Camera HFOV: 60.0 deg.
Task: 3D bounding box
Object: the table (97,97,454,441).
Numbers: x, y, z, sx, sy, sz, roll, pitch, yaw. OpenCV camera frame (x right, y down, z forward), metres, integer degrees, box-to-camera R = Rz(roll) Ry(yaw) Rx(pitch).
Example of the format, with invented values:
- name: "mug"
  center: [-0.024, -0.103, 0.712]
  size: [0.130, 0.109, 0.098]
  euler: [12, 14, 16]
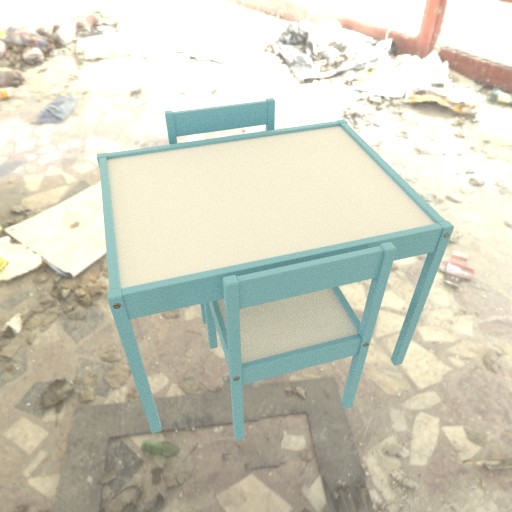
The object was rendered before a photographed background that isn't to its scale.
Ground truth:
- name: "table"
  center: [0.000, 0.000, 1.077]
  size: [0.639, 0.503, 0.633]
  euler: [-12, 43, -12]
